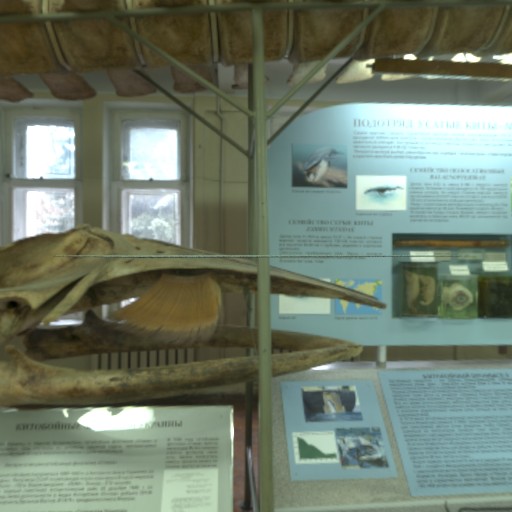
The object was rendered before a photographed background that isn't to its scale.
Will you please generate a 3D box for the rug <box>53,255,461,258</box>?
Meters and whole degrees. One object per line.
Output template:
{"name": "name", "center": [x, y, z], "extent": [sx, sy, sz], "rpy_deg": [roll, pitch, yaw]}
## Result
{"name": "rug", "center": [0.000, 0.000, 5.291], "extent": [3.957, 0.011, 2.894], "rpy_deg": [0, 0, -35]}
